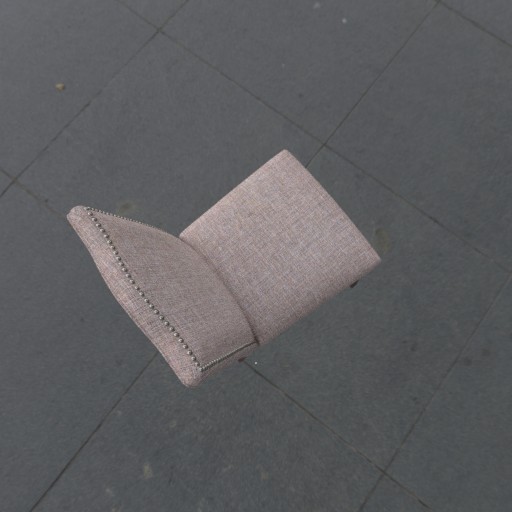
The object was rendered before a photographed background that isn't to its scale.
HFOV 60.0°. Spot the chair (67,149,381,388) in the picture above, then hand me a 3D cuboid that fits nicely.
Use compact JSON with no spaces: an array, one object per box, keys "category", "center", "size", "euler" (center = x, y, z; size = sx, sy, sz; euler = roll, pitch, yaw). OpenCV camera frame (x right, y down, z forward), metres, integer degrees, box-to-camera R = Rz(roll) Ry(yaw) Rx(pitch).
[{"category":"chair","center":[0.000,0.000,1.358],"size":[0.660,1.016,0.513],"euler":[-37,79,-8]}]
